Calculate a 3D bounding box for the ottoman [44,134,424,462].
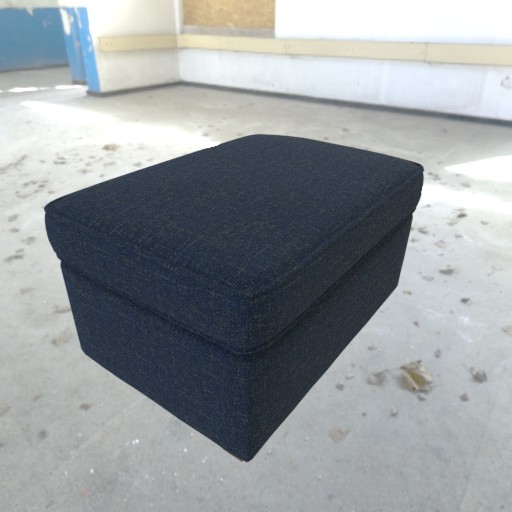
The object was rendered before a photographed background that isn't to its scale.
[{"bbox_3d":[0.000,0.000,1.068,0.549,0.450,0.749,20,35,31],"label":"ottoman"}]
